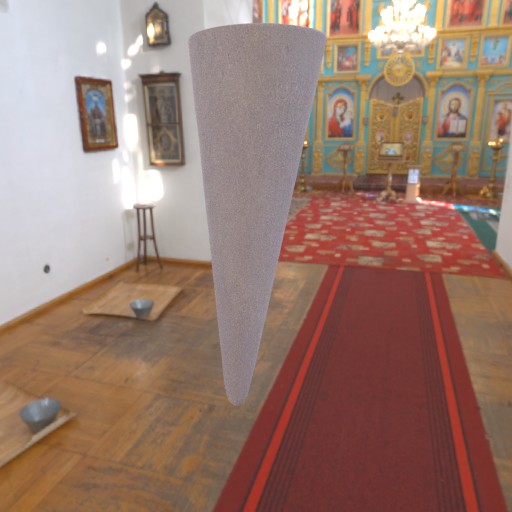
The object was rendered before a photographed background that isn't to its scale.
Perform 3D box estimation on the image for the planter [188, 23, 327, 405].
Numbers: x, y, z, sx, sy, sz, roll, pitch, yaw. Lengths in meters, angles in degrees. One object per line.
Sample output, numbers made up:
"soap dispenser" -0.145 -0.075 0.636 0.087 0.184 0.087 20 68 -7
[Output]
"planter" 0.000 0.000 0.291 0.078 0.259 0.087 -8 17 -27
